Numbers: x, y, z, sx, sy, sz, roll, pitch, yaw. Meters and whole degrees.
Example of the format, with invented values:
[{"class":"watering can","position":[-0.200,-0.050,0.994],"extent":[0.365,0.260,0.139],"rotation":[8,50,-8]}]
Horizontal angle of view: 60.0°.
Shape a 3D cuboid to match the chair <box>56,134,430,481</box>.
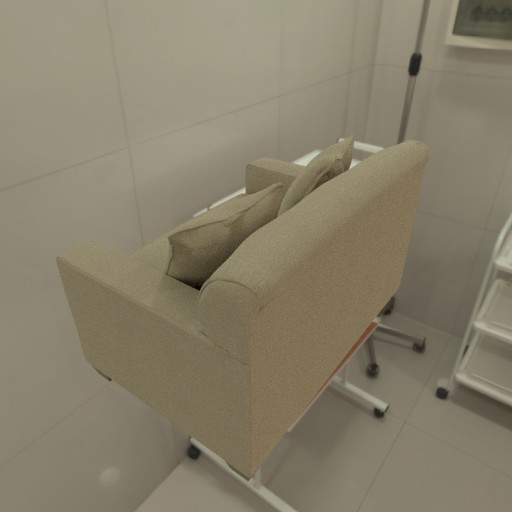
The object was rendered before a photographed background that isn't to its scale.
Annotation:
[{"class":"chair","position":[0.000,0.000,2.019],"extent":[1.000,0.948,1.383],"rotation":[22,39,30]}]
